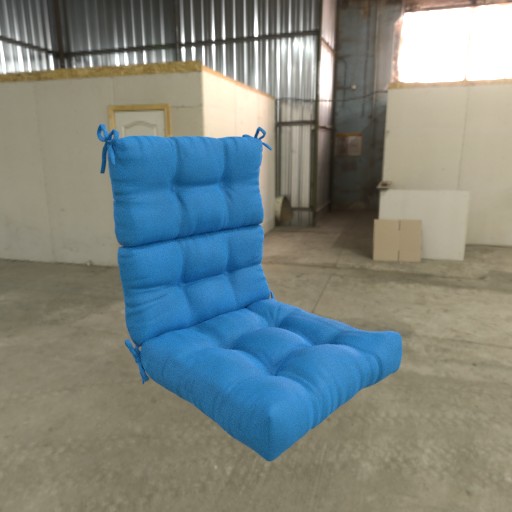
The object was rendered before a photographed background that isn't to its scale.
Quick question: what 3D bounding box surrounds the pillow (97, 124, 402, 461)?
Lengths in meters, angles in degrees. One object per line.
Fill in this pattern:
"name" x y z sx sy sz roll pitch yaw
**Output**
"pillow" 0.000 0.000 1.049 0.519 0.605 0.571 -14 20 -43
